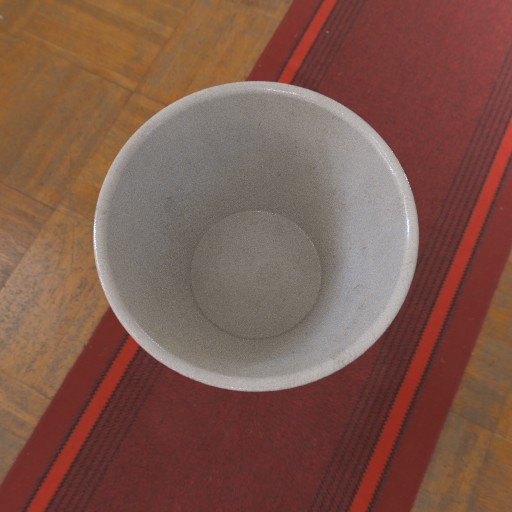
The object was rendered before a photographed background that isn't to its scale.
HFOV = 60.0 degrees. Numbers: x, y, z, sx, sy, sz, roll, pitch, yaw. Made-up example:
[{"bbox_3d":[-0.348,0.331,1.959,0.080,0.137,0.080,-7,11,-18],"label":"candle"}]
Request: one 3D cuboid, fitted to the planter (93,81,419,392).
[{"bbox_3d":[0.000,0.000,0.461,0.260,0.220,0.260,0,76,0],"label":"planter"}]
